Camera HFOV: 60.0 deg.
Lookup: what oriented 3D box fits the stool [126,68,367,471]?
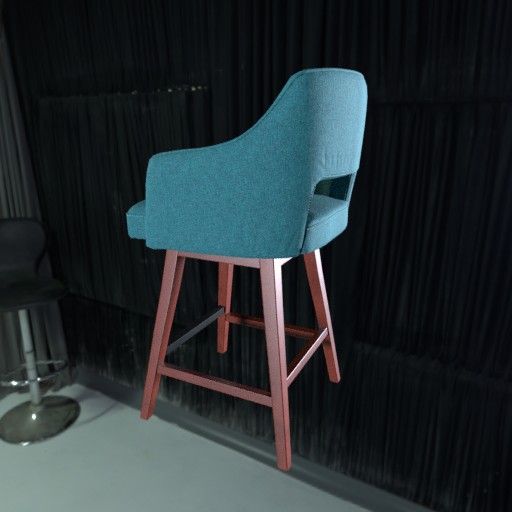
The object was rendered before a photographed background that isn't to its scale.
[{"bbox_3d":[0.000,0.000,1.276,0.556,0.961,0.548,8,19,25],"label":"stool"}]
